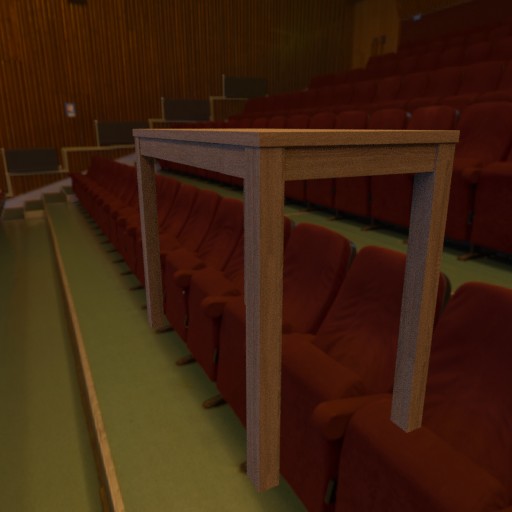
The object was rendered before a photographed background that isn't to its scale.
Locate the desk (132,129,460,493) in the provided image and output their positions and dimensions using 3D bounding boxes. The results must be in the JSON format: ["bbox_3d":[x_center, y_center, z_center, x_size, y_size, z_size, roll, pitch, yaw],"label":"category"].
[{"bbox_3d":[0.000,0.000,1.390,0.495,0.762,0.991,-8,18,-26],"label":"desk"}]
